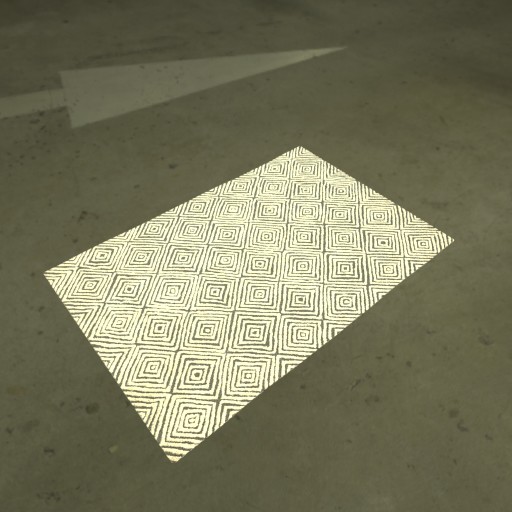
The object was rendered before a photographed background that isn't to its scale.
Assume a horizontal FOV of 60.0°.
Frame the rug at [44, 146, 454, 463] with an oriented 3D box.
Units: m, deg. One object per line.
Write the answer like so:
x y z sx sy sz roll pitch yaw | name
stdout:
0.000 0.000 2.255 1.750 0.004 1.177 -31 54 -26 | rug
